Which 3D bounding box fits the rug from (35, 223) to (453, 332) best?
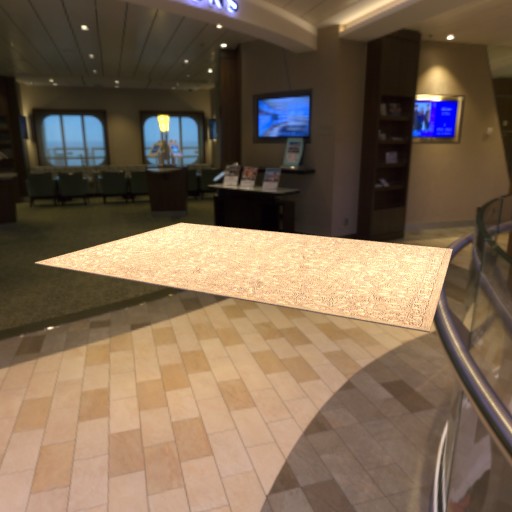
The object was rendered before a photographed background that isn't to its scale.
[{"bbox_3d":[0.000,0.000,2.319,1.827,0.006,1.221,7,16,25],"label":"rug"}]
